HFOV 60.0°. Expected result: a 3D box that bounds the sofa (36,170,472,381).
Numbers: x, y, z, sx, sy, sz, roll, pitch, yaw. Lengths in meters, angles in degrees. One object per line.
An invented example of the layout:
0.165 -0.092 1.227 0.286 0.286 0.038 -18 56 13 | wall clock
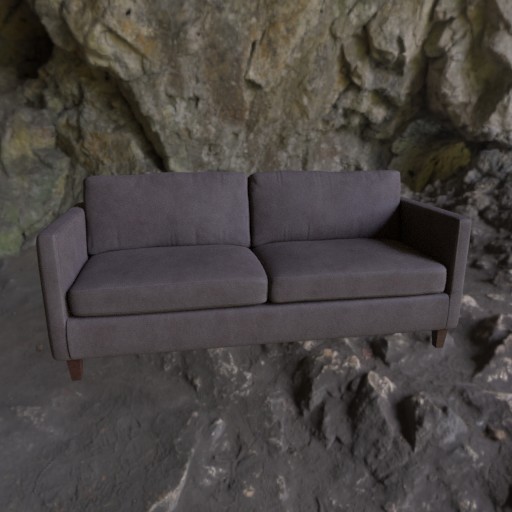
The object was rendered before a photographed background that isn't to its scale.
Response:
0.000 0.000 2.666 2.208 0.965 0.951 -3 17 -9 | sofa
